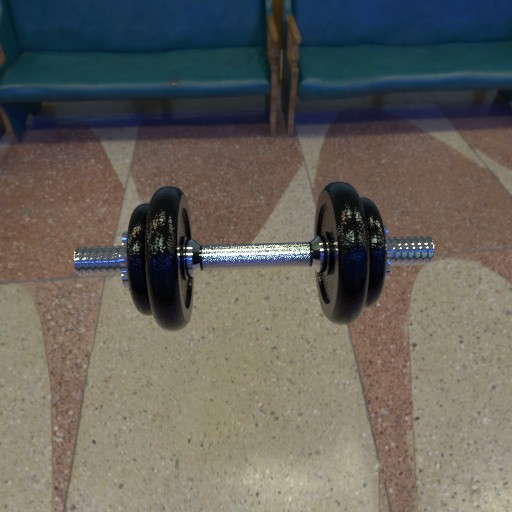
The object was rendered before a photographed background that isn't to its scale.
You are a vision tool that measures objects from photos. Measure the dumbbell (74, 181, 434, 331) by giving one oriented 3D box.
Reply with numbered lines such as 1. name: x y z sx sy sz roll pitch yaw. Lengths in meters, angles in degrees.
1. dumbbell: 0.000 0.000 0.627 0.497 0.202 0.202 -2 46 -2
